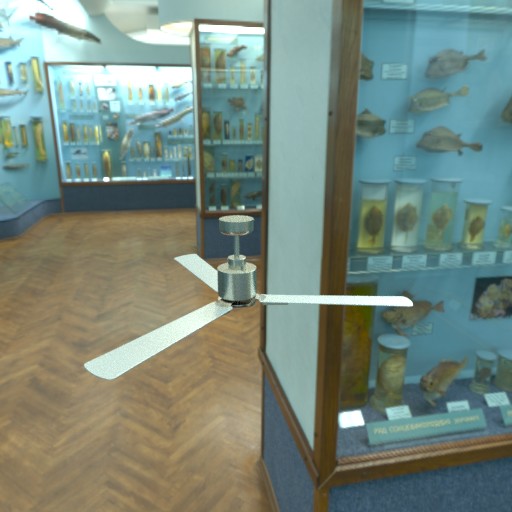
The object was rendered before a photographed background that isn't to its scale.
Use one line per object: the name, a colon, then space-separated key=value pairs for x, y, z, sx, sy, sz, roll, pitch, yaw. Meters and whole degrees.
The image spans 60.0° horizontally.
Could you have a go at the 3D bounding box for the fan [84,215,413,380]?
fan: x=0.000 y=0.000 z=2.368 sx=1.531 sy=0.446 sz=1.561 roll=-3 pitch=16 yaw=-9
